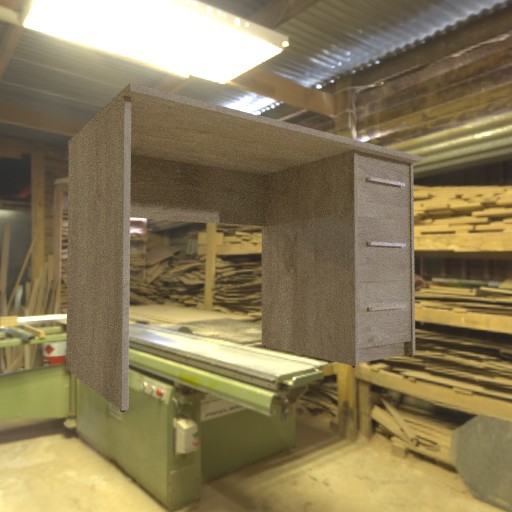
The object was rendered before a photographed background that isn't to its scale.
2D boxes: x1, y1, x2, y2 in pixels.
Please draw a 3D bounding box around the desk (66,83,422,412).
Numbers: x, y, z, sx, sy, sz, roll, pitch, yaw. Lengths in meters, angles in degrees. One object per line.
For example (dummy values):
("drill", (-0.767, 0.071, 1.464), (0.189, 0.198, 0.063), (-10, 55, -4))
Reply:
("desk", (0.000, 0.000, 1.519), (1.097, 0.735, 0.560), (1, -2, -36))
